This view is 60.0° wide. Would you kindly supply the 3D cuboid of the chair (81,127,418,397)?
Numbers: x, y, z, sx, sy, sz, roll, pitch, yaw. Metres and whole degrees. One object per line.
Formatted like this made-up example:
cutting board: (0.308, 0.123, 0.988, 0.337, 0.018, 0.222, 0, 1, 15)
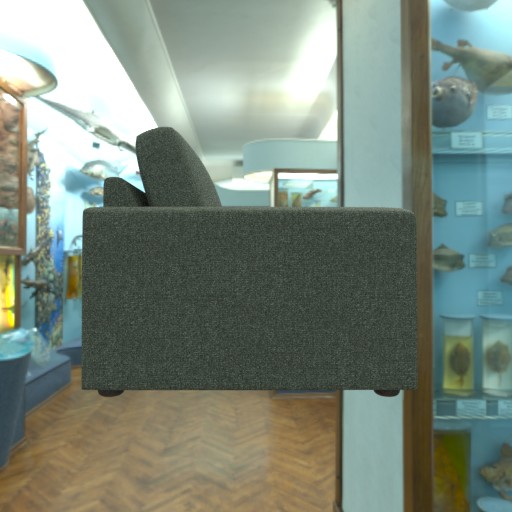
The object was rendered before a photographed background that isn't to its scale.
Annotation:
chair: (0.000, 0.000, 1.779, 1.016, 0.873, 1.005, 0, -1, 0)
